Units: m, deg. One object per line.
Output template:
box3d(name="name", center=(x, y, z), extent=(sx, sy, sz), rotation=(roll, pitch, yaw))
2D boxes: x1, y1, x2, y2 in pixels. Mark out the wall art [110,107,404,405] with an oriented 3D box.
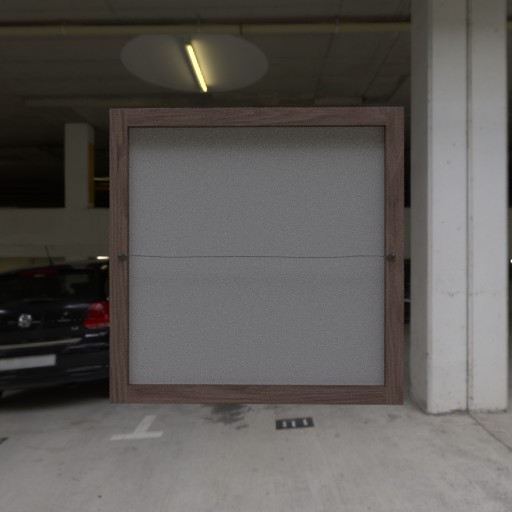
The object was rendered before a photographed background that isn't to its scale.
box3d(name="wall art", center=(0.000, 0.000, 1.148), extent=(0.757, 0.762, 0.028), rotation=(0, 0, 1))
